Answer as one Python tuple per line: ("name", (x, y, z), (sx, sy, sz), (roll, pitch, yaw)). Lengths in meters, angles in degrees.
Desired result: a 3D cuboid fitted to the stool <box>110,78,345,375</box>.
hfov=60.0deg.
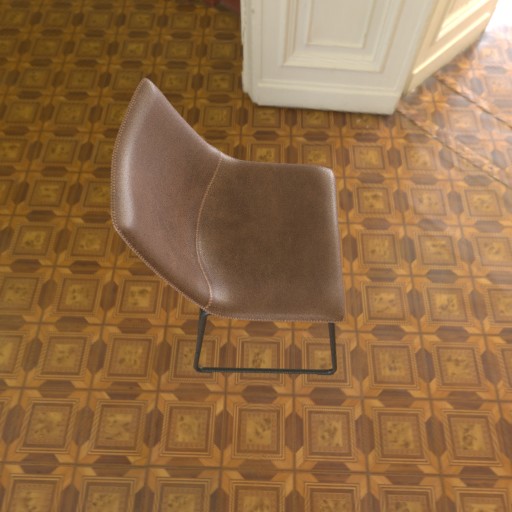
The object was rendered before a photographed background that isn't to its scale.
("stool", (0.000, 0.000, 1.237), (0.550, 0.890, 0.460), (1, 63, 1))
